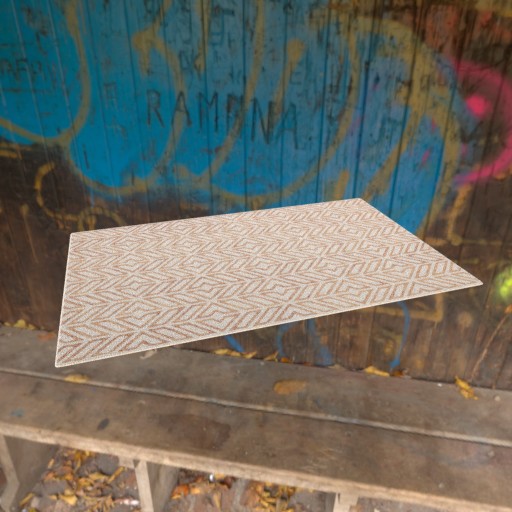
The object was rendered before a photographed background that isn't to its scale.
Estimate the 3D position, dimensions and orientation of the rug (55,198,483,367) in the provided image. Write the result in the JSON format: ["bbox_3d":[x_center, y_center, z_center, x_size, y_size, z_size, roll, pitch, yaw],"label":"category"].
[{"bbox_3d":[0.000,0.000,3.017,2.438,0.008,1.523,-9,30,-15],"label":"rug"}]
